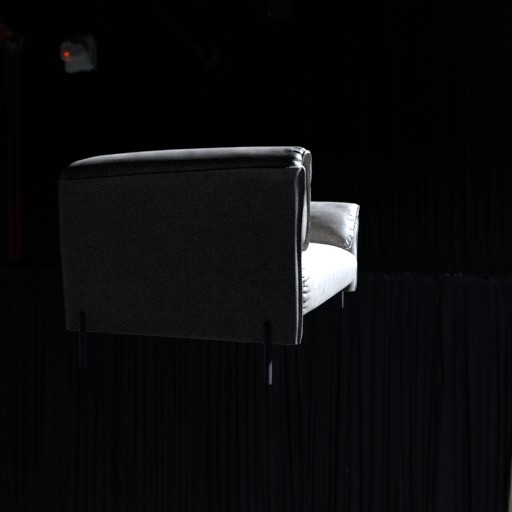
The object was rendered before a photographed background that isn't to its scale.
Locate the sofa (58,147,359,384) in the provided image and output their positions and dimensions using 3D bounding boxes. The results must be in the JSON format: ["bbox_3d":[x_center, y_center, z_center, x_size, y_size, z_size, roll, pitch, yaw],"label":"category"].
[{"bbox_3d":[0.000,0.000,2.308,0.905,0.747,1.878,0,1,18],"label":"sofa"}]
